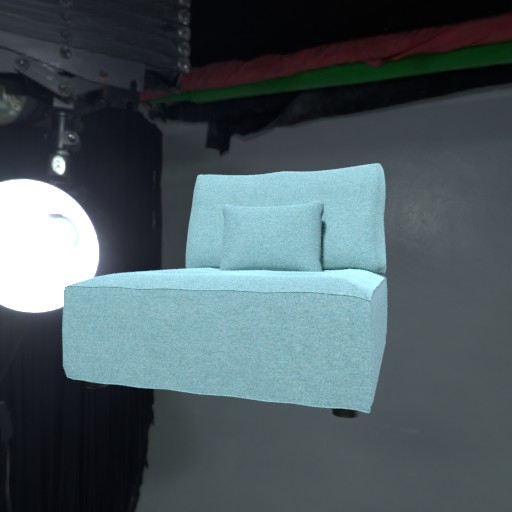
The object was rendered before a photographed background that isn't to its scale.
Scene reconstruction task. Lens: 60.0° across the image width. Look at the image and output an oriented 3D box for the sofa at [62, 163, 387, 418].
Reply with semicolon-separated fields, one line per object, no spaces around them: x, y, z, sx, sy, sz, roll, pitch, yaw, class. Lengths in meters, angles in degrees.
0.000;0.000;1.694;0.930;0.820;1.000;0;0;18;sofa
